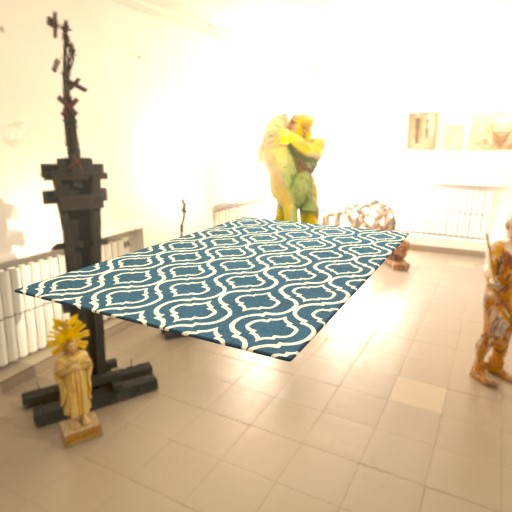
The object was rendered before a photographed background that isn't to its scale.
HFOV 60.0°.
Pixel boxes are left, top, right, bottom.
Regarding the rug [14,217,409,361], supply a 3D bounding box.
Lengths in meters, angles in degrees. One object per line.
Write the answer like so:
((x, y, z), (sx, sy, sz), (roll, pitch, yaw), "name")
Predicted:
((0.000, 0.000, 2.162), (1.143, 0.010, 1.753), (8, 17, 27), "rug")
